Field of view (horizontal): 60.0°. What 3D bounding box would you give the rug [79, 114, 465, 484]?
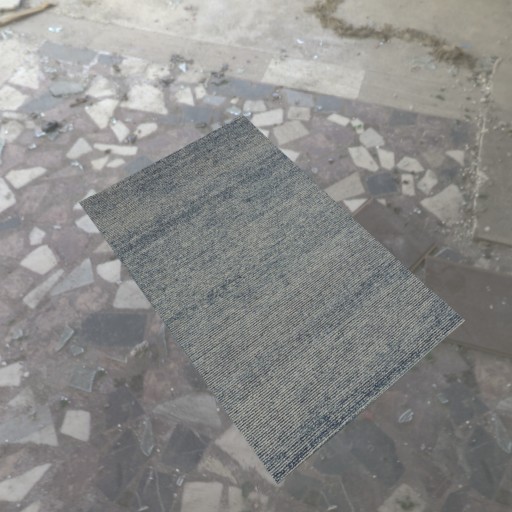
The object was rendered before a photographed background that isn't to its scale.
[{"bbox_3d":[0.000,0.000,2.282,1.145,0.021,1.777,-33,64,-18],"label":"rug"}]
